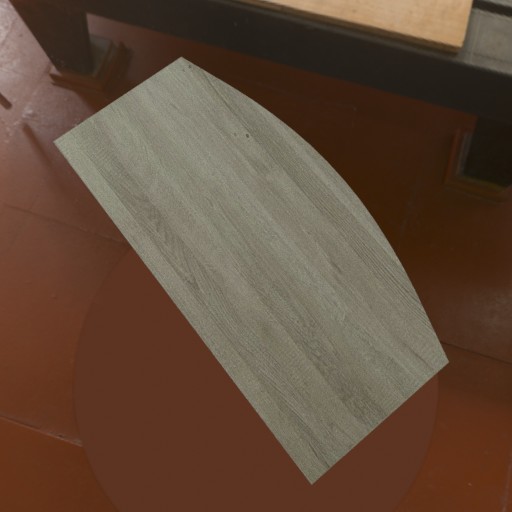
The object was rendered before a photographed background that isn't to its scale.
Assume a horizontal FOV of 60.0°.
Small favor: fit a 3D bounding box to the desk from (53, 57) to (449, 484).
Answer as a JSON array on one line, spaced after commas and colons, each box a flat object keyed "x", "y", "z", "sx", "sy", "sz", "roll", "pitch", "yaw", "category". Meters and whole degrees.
[{"x": 0.000, "y": 0.000, "z": 2.045, "sx": 0.802, "sy": 0.752, "sz": 1.600, "roll": -38, "pitch": 79, "yaw": -9, "category": "desk"}]
